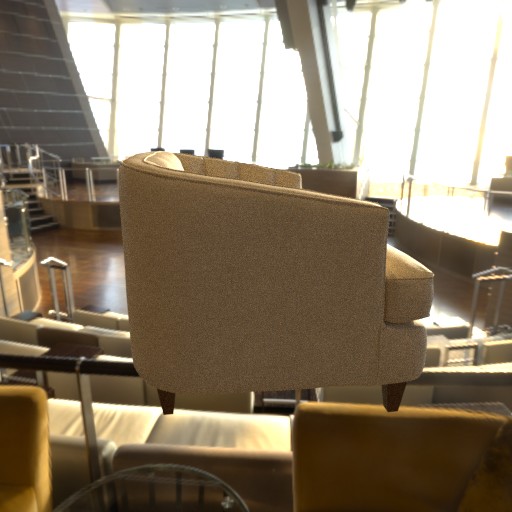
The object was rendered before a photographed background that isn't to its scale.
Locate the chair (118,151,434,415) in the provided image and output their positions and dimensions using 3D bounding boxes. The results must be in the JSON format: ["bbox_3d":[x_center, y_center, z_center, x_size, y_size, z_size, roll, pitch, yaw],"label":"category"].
[{"bbox_3d":[0.000,0.000,1.734,0.914,0.787,1.118,-2,16,-8],"label":"chair"}]
